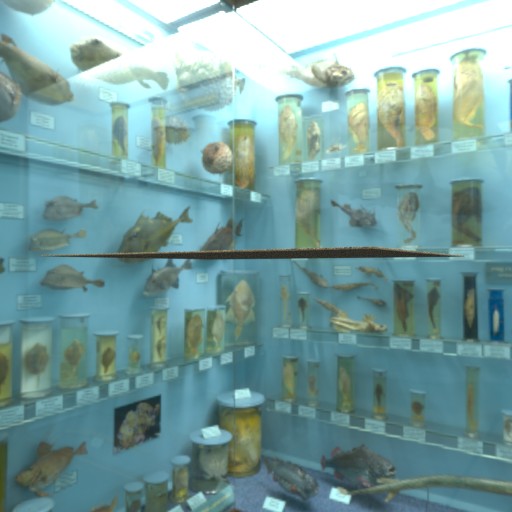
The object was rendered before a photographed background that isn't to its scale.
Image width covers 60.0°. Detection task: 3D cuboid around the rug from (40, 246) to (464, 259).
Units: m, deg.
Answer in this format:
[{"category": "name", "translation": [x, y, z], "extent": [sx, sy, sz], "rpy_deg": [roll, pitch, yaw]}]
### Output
[{"category": "rug", "translation": [0.000, 0.000, 4.195], "extent": [3.200, 0.012, 2.438], "rpy_deg": [-1, -2, 35]}]
